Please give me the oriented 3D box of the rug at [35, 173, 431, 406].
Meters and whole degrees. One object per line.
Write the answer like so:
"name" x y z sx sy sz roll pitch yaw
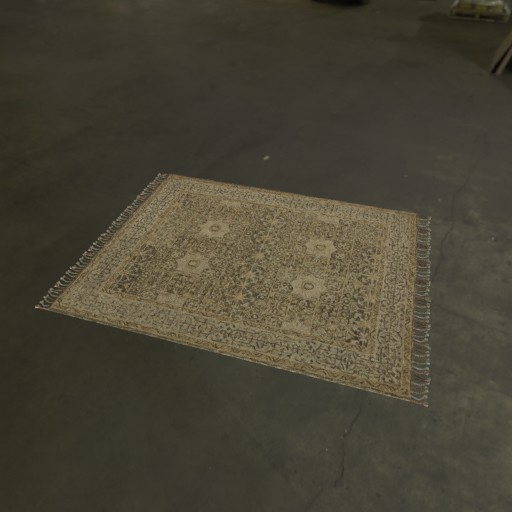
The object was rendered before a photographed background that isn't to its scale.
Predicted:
"rug" 0.000 0.000 4.353 3.291 0.017 2.431 11 41 13
